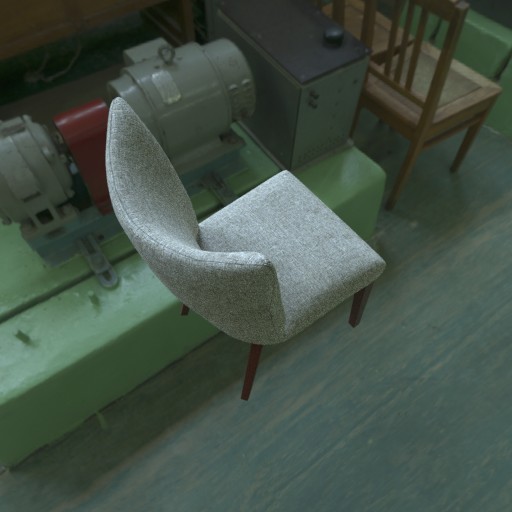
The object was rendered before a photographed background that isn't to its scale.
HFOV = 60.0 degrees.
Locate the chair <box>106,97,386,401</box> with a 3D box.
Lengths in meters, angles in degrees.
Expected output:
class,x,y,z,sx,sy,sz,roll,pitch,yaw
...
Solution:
class,x,y,z,sx,sy,sz,roll,pitch,yaw
chair,0.000,0.000,1.269,0.623,0.924,0.535,-32,63,-19
